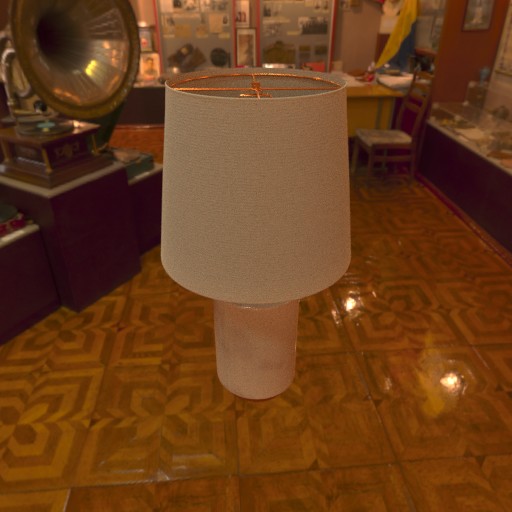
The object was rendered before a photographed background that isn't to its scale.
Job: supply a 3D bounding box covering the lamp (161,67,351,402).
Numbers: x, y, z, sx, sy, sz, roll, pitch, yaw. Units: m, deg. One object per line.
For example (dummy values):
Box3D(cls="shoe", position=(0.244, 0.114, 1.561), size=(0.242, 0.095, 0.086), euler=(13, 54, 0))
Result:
Box3D(cls="lamp", position=(0.000, 0.000, 0.455), size=(0.189, 0.340, 0.189), euler=(0, 31, 0))
